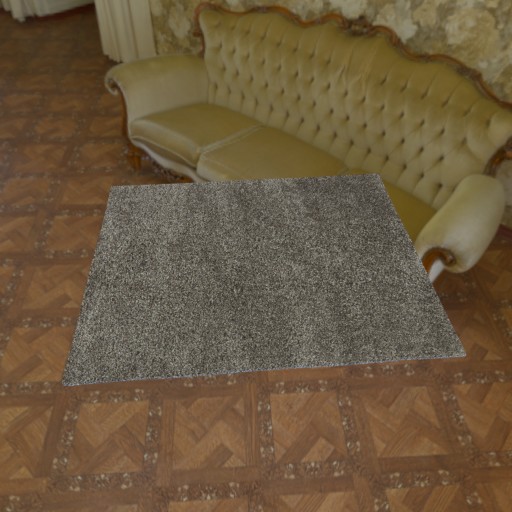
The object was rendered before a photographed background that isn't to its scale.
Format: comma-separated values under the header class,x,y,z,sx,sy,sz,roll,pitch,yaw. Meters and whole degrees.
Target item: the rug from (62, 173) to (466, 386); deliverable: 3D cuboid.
class,x,y,z,sx,sy,sz,roll,pitch,yaw
rug,0.000,0.000,4.112,3.000,0.025,2.401,-3,45,-3
